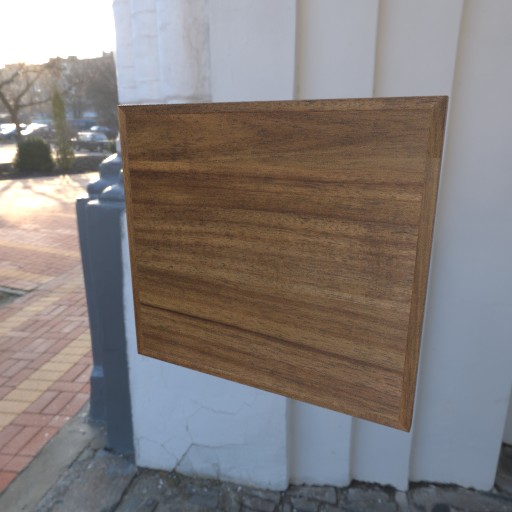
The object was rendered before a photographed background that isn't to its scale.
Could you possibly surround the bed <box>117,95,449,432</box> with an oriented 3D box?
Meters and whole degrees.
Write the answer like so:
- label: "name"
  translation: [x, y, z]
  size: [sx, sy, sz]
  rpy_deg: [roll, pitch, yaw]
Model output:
- label: "bed"
  translation: [0.000, 0.000, 1.426]
  size: [1.041, 0.940, 0.043]
  rpy_deg: [8, 18, 26]
